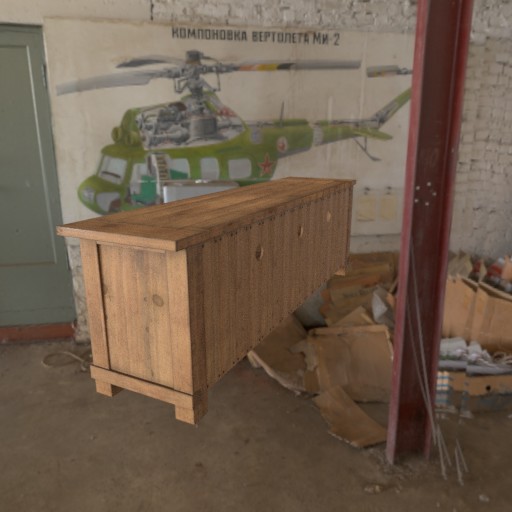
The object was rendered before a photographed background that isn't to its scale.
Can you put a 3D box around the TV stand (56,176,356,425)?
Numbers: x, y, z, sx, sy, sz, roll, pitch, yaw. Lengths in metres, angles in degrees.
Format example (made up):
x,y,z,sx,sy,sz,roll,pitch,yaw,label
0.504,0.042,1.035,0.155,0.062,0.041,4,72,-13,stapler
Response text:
x,y,z,sx,sy,sz,roll,pitch,yaw,label
0.000,0.000,2.066,0.453,0.573,1.804,8,17,26,TV stand
